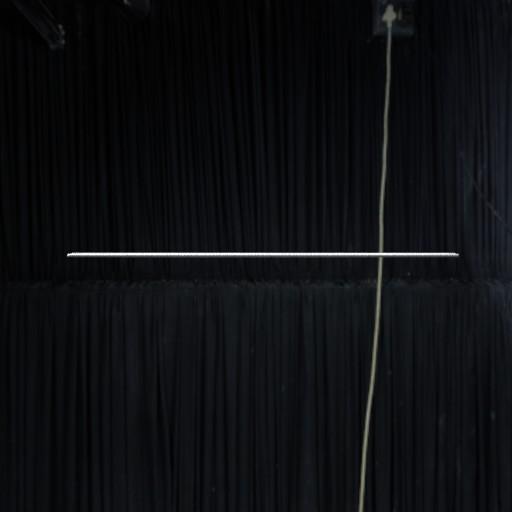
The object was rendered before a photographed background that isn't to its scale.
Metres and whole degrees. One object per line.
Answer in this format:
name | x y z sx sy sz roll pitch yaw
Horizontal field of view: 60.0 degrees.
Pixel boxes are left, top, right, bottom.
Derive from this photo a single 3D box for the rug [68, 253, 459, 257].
rug | 0.000 0.000 3.419 1.819 0.018 2.746 0 0 -2
